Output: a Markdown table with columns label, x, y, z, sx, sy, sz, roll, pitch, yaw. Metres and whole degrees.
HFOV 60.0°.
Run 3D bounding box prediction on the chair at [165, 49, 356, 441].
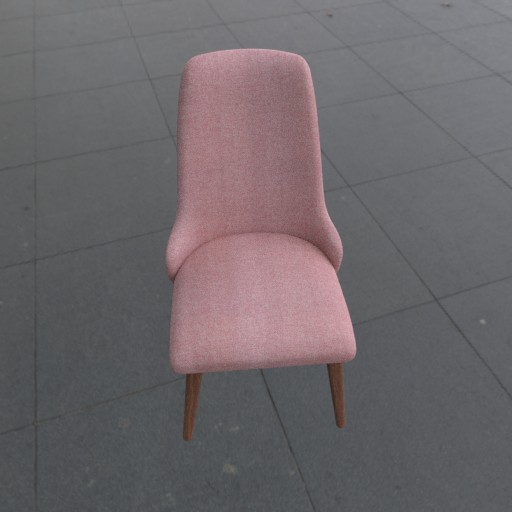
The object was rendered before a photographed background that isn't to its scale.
| label | x | y | z | sx | sy | sz | roll | pitch | yaw |
| --- | --- | --- | --- | --- | --- | --- | --- | --- | --- |
| chair | 0.000 | 0.000 | 1.309 | 0.535 | 0.918 | 0.707 | -3 | 47 | -3 |
